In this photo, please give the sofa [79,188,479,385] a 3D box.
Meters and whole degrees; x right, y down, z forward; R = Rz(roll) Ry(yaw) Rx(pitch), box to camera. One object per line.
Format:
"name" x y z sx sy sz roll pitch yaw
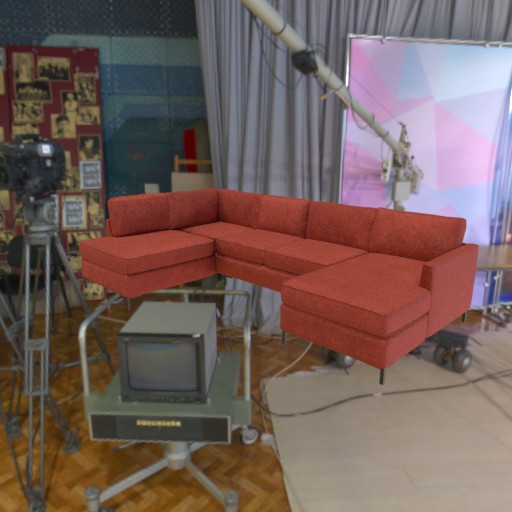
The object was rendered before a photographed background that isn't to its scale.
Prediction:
"sofa" 0.000 0.000 4.334 3.434 0.992 2.055 14 20 43
